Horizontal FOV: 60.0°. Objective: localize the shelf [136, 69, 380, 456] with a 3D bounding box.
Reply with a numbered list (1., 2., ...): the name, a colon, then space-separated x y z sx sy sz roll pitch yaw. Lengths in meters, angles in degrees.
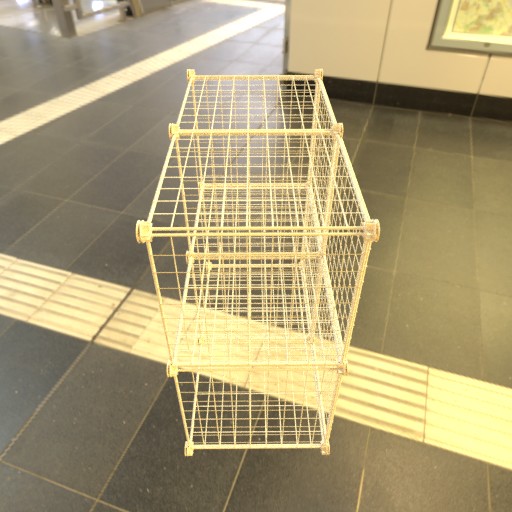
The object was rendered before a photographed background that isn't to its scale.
1. shelf: 0.000 0.000 1.139 0.356 0.711 0.711 0 41 0
